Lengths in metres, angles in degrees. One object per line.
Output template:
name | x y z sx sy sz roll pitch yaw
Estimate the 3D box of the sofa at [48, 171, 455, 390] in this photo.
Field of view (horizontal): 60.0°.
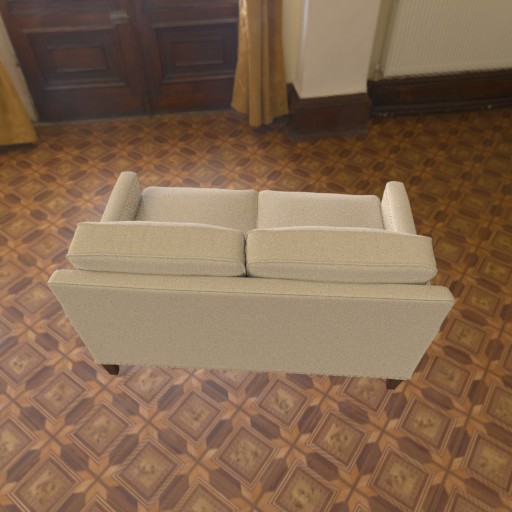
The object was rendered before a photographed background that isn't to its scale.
sofa | 0.000 0.000 2.235 1.597 1.003 1.084 2 46 2
